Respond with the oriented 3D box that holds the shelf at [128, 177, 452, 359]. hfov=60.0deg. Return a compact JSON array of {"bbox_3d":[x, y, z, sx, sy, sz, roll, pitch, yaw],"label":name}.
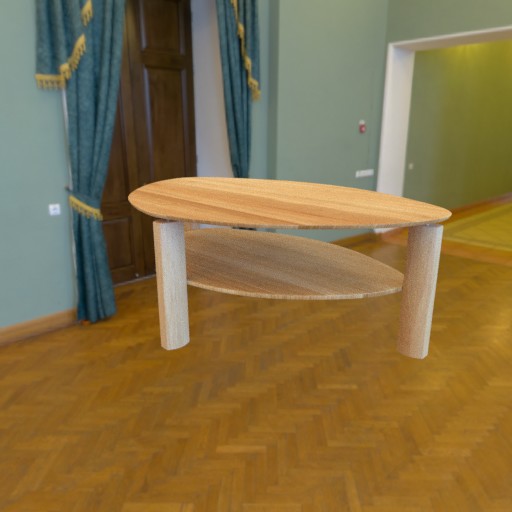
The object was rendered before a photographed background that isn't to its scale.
[{"bbox_3d":[0.000,0.000,1.614,0.845,0.440,1.246,-16,23,-42],"label":"shelf"}]
